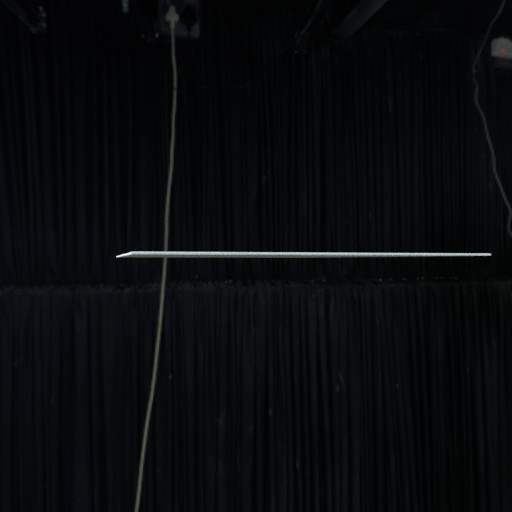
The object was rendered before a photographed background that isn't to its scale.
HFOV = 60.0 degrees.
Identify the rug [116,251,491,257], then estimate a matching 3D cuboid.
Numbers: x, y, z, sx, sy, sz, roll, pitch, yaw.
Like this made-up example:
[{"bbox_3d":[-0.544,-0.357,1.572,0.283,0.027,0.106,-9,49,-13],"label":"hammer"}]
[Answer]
[{"bbox_3d":[0.000,0.000,3.910,2.288,0.018,2.895,0,0,-19],"label":"rug"}]
